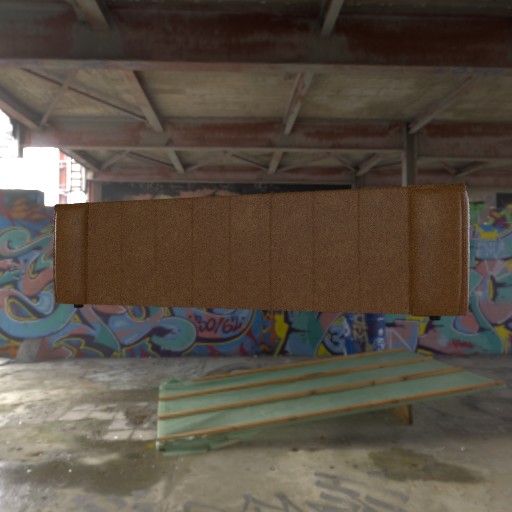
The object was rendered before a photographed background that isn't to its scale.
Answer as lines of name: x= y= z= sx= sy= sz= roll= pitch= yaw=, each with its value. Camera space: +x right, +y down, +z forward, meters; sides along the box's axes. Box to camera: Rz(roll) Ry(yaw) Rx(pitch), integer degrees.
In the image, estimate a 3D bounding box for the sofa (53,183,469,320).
sofa: x=0.000 y=0.000 z=3.067 sx=2.581 sy=0.701 sz=1.102 roll=0 pitch=-1 yaw=17
